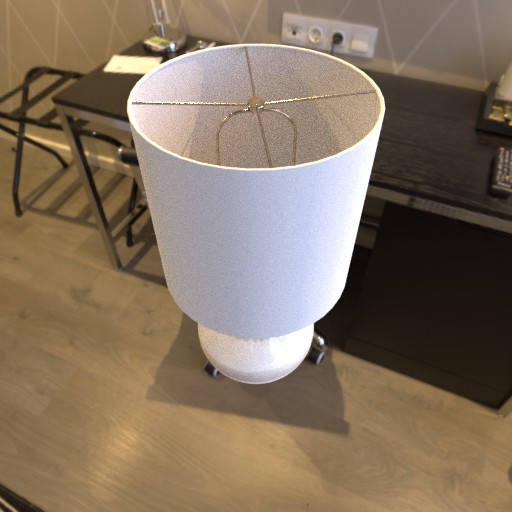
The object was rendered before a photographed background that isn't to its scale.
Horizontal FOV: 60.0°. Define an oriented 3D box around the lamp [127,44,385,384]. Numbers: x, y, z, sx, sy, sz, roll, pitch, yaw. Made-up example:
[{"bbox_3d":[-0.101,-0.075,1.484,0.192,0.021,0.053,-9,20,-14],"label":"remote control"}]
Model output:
[{"bbox_3d":[0.000,0.000,0.526,0.217,0.404,0.217,-4,47,-4],"label":"lamp"}]
